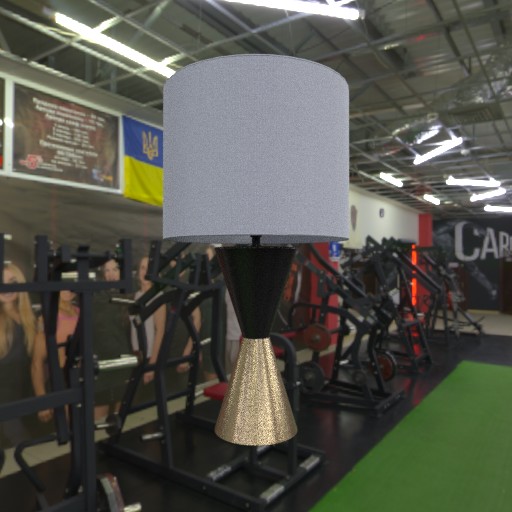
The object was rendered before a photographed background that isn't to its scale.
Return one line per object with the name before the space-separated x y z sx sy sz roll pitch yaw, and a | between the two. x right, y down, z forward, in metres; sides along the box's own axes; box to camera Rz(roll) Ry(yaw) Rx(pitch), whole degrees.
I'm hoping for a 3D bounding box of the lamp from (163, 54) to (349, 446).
lamp | 0.000 0.000 0.738 0.304 0.573 0.304 -1 -1 37
